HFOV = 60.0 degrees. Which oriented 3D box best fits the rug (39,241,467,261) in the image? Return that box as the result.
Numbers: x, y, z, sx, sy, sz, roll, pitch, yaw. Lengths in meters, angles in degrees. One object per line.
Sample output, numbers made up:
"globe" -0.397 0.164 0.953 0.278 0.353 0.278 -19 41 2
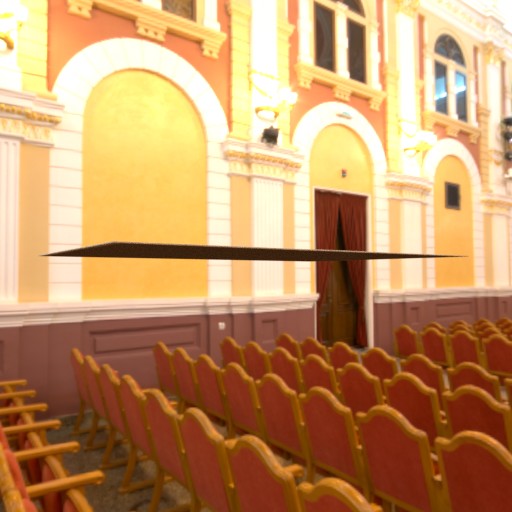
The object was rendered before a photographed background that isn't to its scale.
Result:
"rug" 0.000 0.000 2.828 2.289 0.006 1.523 2 -3 -35
